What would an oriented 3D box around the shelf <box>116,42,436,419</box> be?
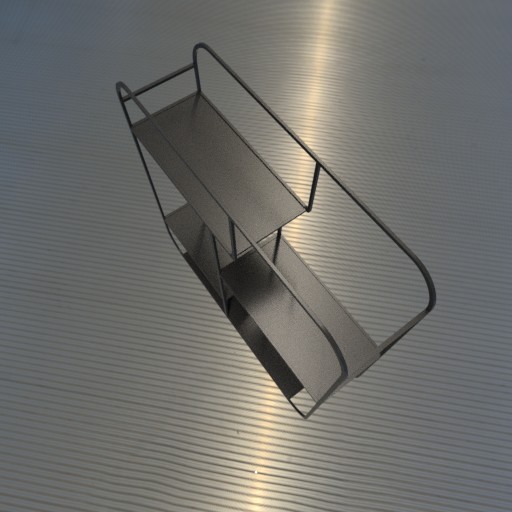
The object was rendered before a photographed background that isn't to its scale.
[{"bbox_3d":[0.000,0.000,0.901,0.160,0.600,0.600,-33,69,-15],"label":"shelf"}]
